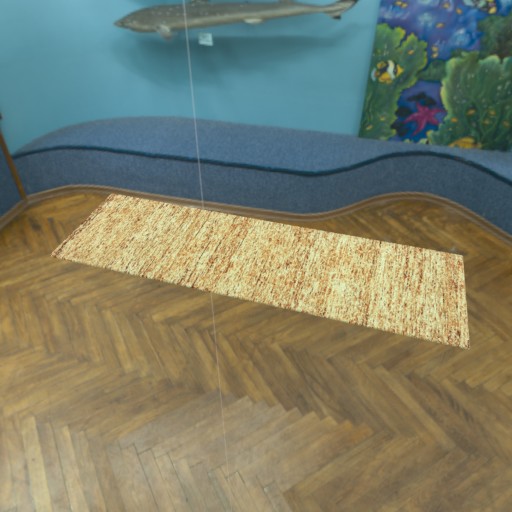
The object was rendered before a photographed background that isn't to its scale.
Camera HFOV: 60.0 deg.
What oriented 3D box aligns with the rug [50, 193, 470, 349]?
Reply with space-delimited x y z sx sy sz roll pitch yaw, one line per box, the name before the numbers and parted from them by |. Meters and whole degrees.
rug | 0.000 0.000 2.506 2.237 0.014 0.680 11 42 13
